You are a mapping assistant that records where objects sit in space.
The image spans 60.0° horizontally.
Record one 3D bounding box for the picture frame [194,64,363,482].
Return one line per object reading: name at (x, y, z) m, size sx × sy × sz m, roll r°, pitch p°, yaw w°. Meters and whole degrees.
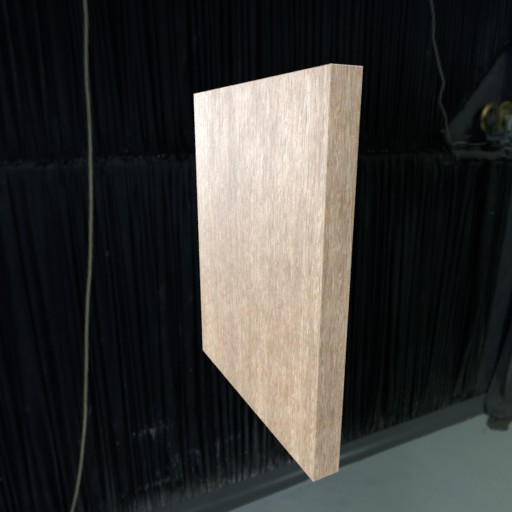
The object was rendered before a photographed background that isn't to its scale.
picture frame at (0.000, 0.000, 0.723) m, size 0.043 × 0.526 × 0.424 m, roll -8°, pitch 17°, yaw -26°
